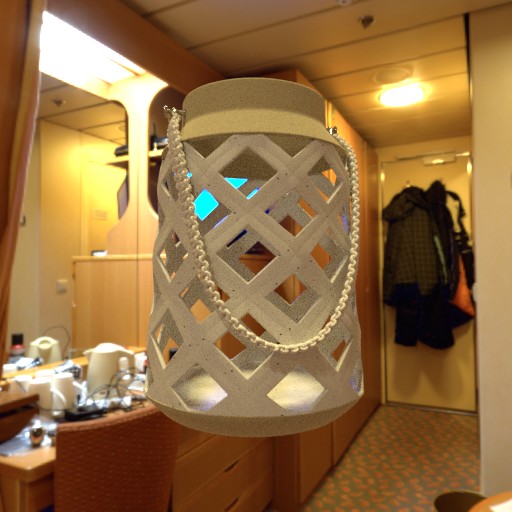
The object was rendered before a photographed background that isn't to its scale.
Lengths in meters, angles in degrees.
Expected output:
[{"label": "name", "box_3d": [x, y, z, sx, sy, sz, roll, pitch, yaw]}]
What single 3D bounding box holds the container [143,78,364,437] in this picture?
[{"label": "container", "box_3d": [0.000, 0.000, 0.385, 0.188, 0.264, 0.198, 1, -2, -20]}]
